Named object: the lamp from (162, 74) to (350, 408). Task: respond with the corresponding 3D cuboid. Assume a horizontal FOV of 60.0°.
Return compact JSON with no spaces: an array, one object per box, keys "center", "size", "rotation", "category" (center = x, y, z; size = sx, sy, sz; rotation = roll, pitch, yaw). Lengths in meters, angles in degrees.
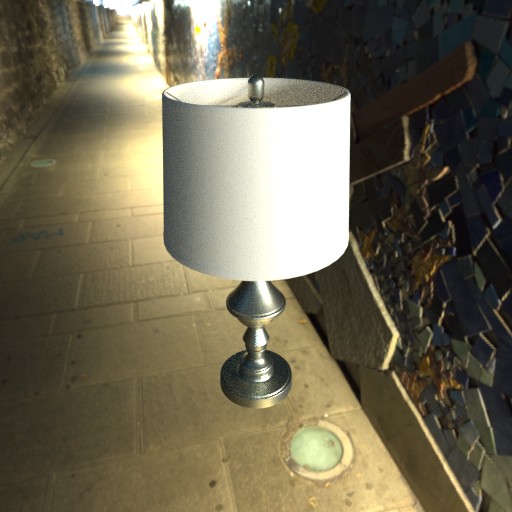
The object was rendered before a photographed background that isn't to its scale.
[{"center":[0.000,0.000,0.960],"size":[0.383,0.733,0.383],"rotation":[0,29,0],"category":"lamp"}]
